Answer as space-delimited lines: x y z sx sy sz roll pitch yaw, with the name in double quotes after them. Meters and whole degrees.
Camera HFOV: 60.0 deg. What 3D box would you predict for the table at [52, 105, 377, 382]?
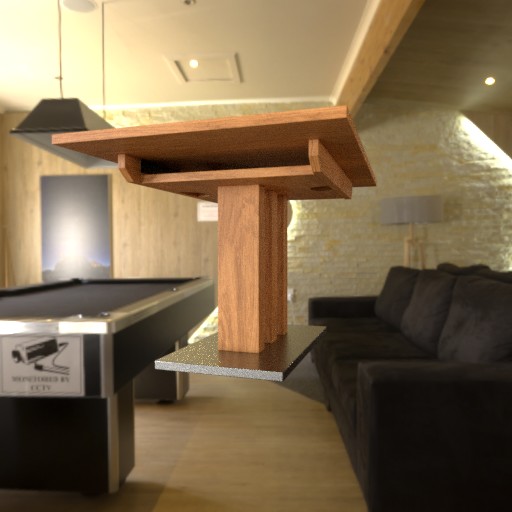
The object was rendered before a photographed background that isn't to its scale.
0.000 0.000 1.852 0.900 0.770 1.300 0 1 18 "table"
